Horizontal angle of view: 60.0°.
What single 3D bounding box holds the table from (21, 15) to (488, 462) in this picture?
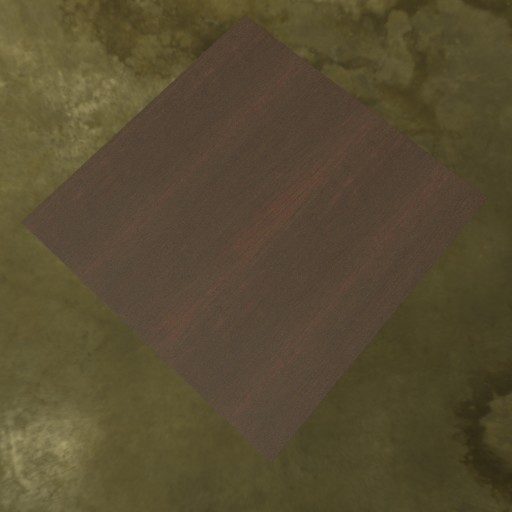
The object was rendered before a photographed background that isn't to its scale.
[{"bbox_3d":[0.000,0.000,0.934,0.495,0.559,0.495,41,79,10],"label":"table"}]
